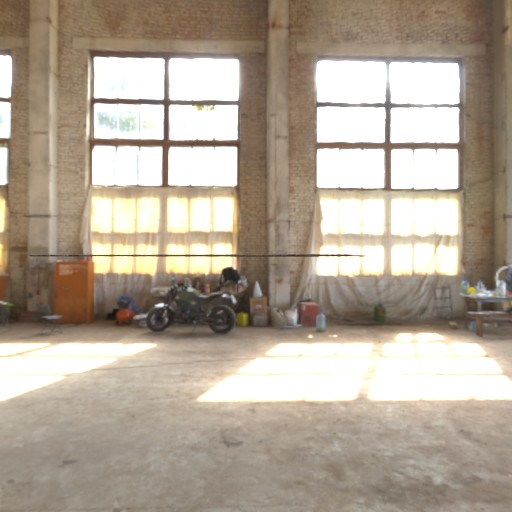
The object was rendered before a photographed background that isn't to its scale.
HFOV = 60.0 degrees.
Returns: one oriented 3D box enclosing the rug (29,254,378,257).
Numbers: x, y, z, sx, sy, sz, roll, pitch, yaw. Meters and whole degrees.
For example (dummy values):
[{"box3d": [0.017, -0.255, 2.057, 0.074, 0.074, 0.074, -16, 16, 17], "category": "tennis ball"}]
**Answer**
[{"box3d": [0.000, 0.000, 3.064, 1.546, 0.010, 2.442, 0, 0, 18], "category": "rug"}]
